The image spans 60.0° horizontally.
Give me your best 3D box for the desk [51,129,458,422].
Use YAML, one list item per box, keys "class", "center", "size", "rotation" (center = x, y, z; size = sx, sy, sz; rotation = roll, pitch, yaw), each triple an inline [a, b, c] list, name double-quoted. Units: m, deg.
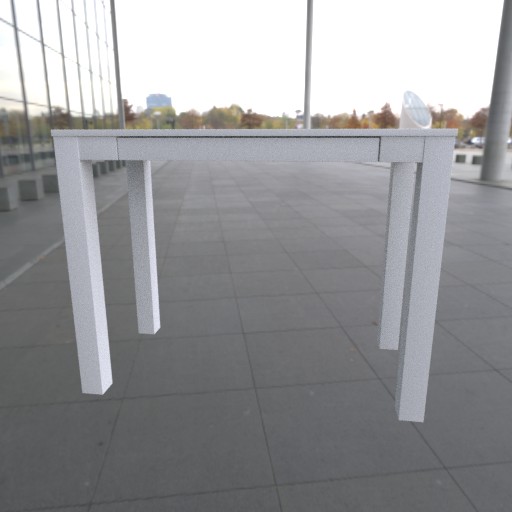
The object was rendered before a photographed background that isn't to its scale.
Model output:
- class: "desk"
  center: [0.000, 0.000, 1.401]
  size: [0.990, 0.762, 0.497]
  rotation: [2, 15, 8]
